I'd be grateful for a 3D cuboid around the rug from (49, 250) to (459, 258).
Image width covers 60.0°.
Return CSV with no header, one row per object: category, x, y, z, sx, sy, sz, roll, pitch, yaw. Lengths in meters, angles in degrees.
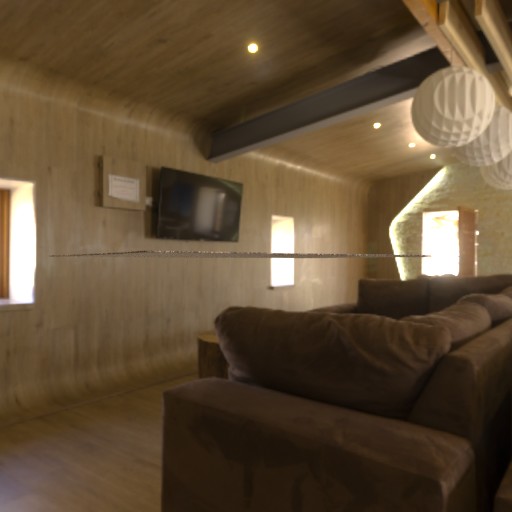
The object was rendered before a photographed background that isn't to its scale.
rug,0.000,0.000,5.433,4.093,0.020,2.997,1,-1,-37
